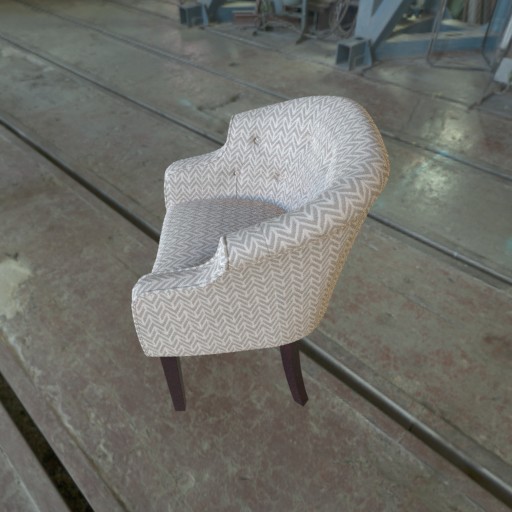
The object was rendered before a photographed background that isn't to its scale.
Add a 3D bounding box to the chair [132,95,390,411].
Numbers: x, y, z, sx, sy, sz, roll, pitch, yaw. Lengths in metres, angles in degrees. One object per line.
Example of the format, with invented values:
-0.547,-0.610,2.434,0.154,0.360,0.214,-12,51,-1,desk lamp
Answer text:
0.000,0.000,1.337,0.613,0.858,0.686,0,41,-1,chair
